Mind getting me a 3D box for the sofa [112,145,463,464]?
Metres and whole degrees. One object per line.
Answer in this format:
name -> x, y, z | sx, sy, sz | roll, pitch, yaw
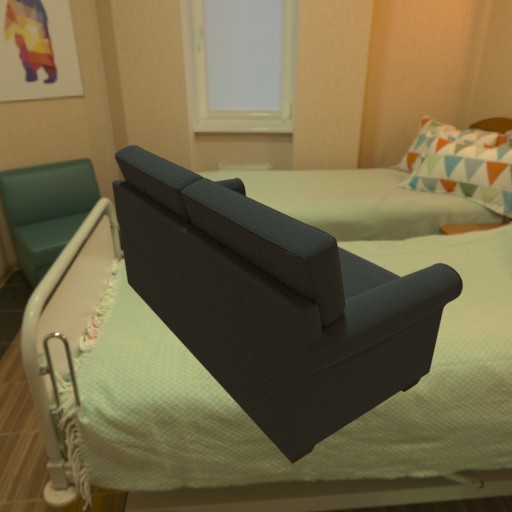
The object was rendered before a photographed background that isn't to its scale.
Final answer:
sofa -> 0.000, 0.000, 2.486 | 0.940, 1.020, 1.930 | -17, 31, -31
